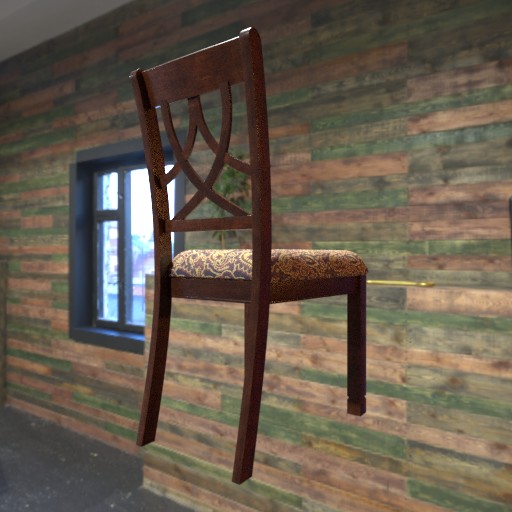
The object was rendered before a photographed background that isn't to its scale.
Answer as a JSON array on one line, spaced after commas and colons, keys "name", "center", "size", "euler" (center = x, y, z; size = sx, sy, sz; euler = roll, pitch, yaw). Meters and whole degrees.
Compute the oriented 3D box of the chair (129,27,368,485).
[{"name": "chair", "center": [0.000, 0.000, 1.270], "size": [0.457, 0.965, 0.584], "euler": [0, 0, 36]}]
